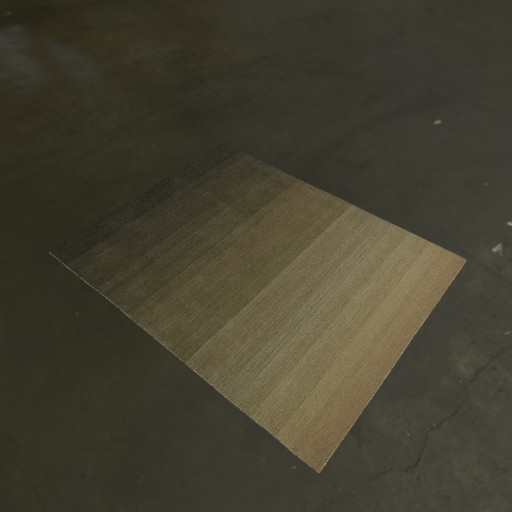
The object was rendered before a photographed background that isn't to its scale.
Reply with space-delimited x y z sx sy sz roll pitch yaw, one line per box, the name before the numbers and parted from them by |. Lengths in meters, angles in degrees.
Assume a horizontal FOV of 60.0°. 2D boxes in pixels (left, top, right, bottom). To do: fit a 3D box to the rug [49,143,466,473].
rug | 0.000 0.000 3.952 2.932 0.015 2.315 31 54 26
